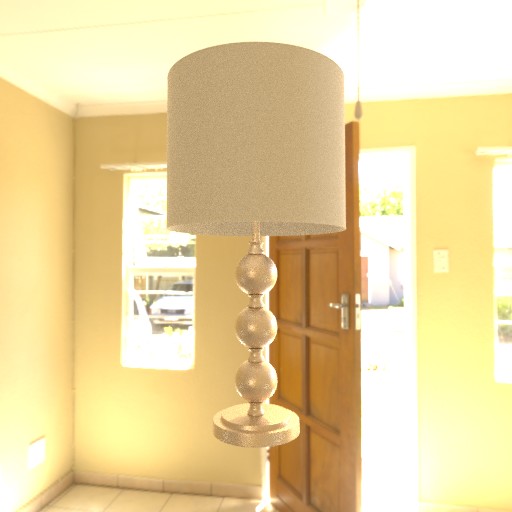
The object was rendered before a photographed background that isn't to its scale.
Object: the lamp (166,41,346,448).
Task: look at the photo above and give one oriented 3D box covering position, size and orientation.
[{"bbox_3d":[0.000,0.000,0.693,0.277,0.538,0.277,0,-1,1],"label":"lamp"}]
